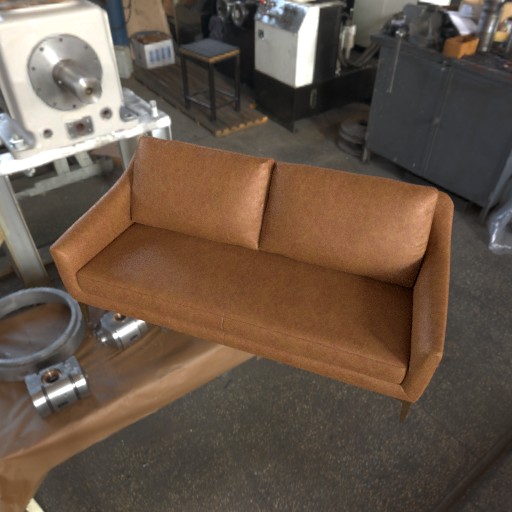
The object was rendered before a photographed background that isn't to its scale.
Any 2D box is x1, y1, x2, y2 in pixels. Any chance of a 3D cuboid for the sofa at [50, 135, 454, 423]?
[{"bbox_3d":[0.000,0.000,2.530,2.036,0.945,0.981,14,43,15],"label":"sofa"}]
